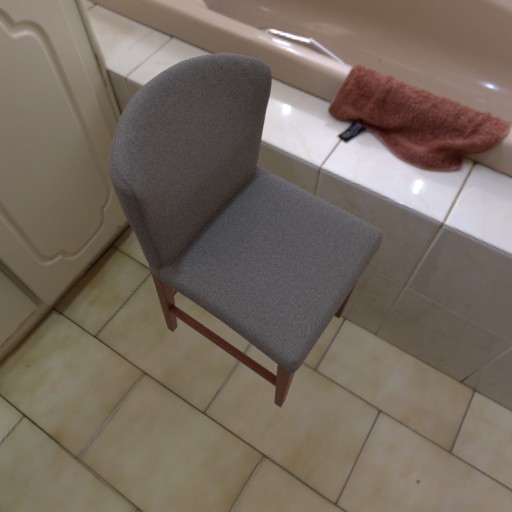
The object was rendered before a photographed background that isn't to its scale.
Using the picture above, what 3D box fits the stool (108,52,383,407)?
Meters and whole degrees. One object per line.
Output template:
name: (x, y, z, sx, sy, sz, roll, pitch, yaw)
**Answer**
stool: (0.000, 0.000, 1.290, 0.568, 0.968, 0.481, 31, 64, 17)
